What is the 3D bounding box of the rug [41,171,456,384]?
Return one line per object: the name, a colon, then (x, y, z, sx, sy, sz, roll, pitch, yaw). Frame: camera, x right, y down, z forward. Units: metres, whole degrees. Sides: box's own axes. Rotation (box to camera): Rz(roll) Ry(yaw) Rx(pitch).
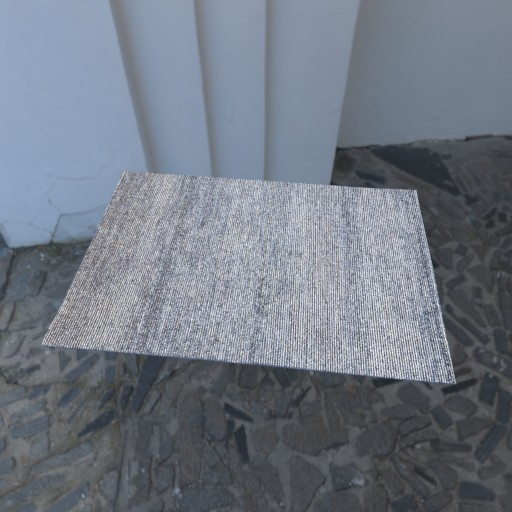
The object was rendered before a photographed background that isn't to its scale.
rug: (0.000, 0.000, 2.998, 2.349, 0.030, 1.624, 5, 48, 4)
